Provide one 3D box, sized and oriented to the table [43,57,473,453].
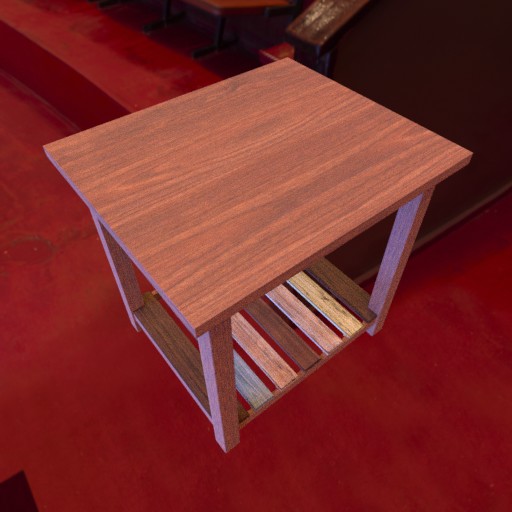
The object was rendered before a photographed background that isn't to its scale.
[{"bbox_3d":[0.000,0.000,1.124,0.660,0.635,0.559,-31,54,-25],"label":"table"}]
